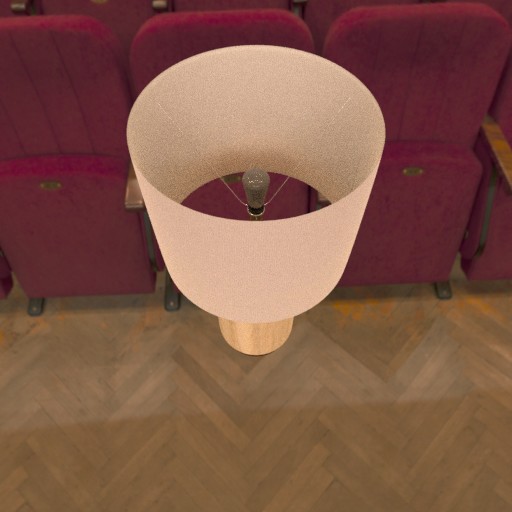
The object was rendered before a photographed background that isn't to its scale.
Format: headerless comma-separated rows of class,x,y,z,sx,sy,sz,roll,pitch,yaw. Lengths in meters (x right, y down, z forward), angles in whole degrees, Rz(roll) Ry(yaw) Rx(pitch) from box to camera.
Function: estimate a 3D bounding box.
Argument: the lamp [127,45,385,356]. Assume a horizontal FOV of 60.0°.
lamp,0.000,0.000,0.578,0.228,0.444,0.228,-2,57,-1
